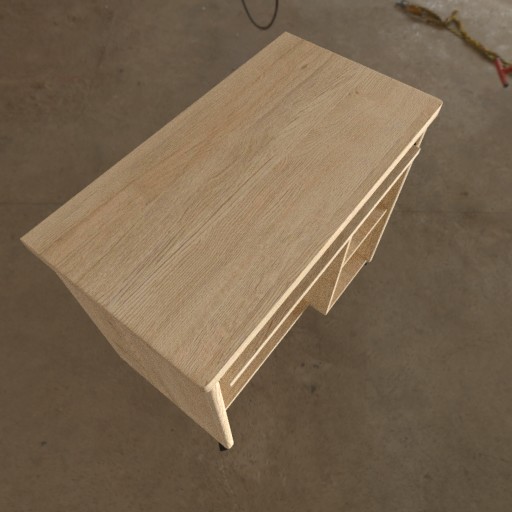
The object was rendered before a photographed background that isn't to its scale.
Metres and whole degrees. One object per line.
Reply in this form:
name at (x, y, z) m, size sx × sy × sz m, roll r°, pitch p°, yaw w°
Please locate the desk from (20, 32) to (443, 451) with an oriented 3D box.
desk at (0.000, 0.000, 1.297) m, size 0.480 × 0.770 × 0.885 m, roll 33°, pitch 64°, yaw 19°
